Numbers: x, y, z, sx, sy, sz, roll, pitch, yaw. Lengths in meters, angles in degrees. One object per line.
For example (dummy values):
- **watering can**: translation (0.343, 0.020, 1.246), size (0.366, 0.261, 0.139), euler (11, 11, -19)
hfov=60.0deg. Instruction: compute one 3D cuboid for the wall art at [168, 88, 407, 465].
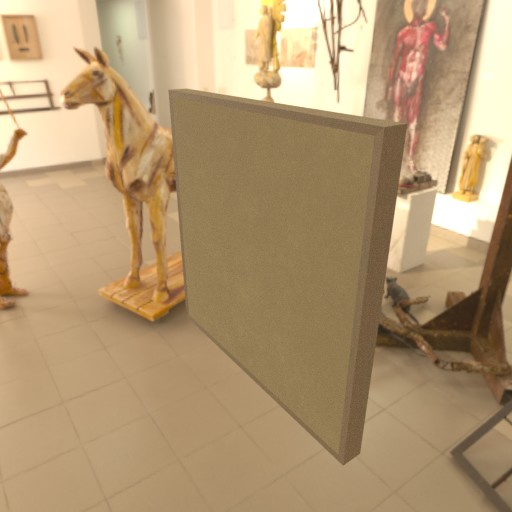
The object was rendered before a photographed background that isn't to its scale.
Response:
- **wall art**: translation (0.000, 0.000, 0.767), size (0.038, 0.506, 0.508), euler (-17, 31, -32)
